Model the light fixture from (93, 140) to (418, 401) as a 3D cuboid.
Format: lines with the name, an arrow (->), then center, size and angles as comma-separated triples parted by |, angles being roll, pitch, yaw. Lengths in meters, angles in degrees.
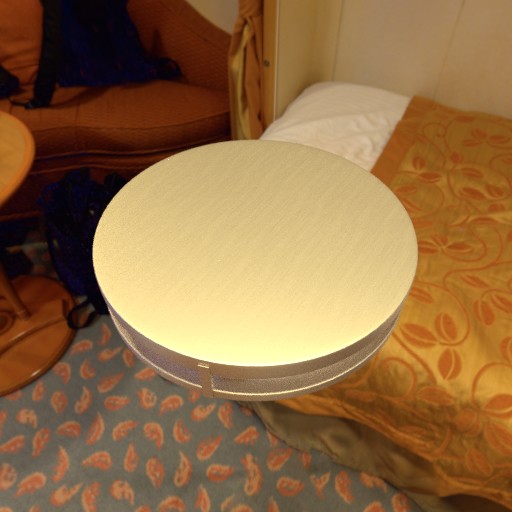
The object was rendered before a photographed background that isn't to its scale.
light fixture -> 0.000, 0.000, 0.533 | 0.356, 0.102, 0.356 | 0, 46, 0
